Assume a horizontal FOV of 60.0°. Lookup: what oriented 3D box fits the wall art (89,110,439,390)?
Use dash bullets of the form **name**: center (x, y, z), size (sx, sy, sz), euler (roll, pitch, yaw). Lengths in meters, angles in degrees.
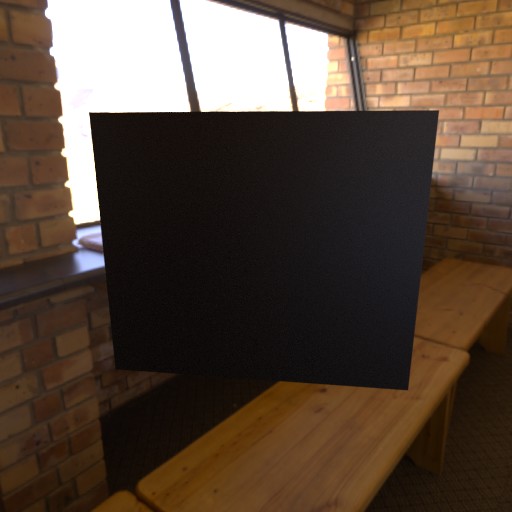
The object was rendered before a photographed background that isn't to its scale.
- **wall art**: center (0.000, 0.000, 0.533), size (0.383, 0.332, 0.012), euler (2, 17, 7)
